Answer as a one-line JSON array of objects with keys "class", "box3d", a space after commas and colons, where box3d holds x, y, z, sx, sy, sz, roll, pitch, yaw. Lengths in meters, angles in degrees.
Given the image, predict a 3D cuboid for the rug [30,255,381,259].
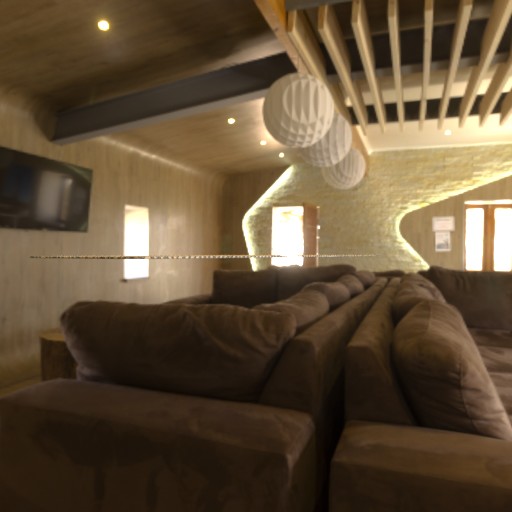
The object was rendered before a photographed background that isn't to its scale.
[{"class": "rug", "box3d": [0.000, 0.000, 2.546, 0.686, 0.008, 2.286, 0, 0, 35]}]
